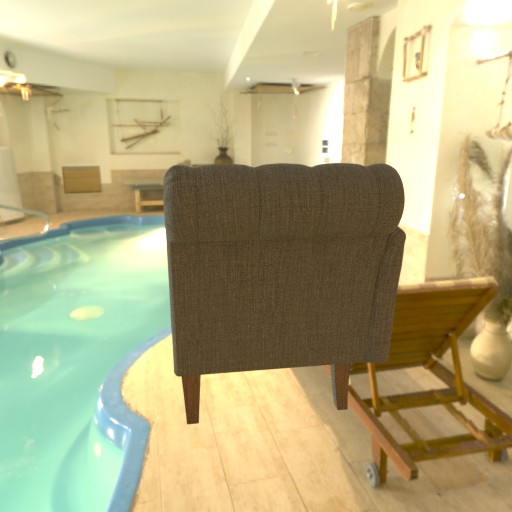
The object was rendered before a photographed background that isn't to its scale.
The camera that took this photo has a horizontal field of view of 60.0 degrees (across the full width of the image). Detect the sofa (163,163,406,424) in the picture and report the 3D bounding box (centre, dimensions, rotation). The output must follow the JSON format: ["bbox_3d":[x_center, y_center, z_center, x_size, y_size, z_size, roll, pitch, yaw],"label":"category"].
[{"bbox_3d":[0.000,0.000,1.788,0.675,0.787,1.379,-2,15,-9],"label":"sofa"}]
